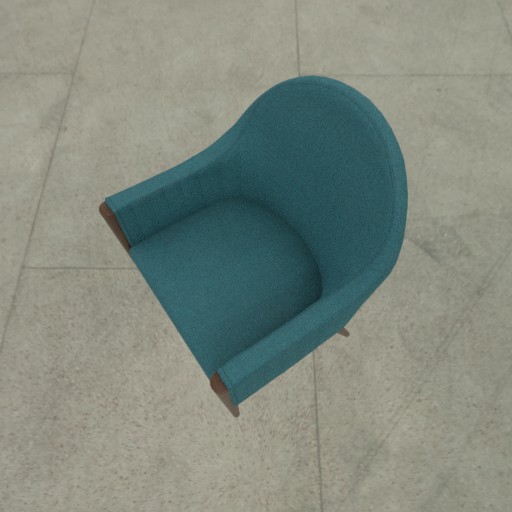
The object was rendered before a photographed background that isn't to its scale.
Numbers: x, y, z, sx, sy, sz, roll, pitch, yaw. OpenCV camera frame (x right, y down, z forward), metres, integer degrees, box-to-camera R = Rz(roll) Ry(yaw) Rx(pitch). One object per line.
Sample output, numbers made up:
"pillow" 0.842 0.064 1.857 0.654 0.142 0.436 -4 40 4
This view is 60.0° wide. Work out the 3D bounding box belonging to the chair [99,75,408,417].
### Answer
"chair" 0.000 0.000 1.353 0.652 0.907 0.656 -32 68 -15
